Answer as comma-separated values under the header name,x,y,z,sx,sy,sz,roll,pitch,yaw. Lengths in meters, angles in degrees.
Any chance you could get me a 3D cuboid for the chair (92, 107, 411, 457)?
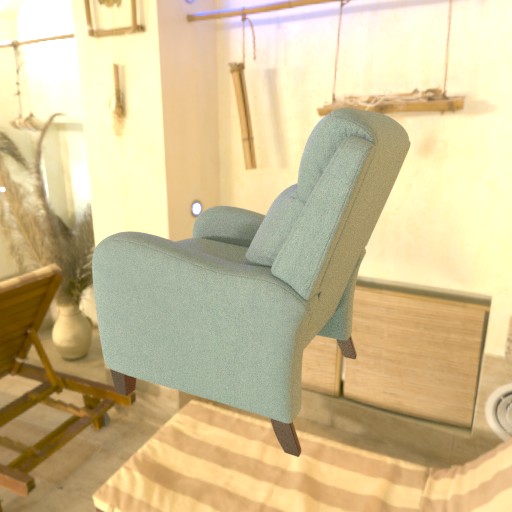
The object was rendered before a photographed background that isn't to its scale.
name,x,y,z,sx,sy,sz,roll,pitch,yaw
chair,0.000,0.000,1.722,0.988,1.067,0.785,8,17,26
